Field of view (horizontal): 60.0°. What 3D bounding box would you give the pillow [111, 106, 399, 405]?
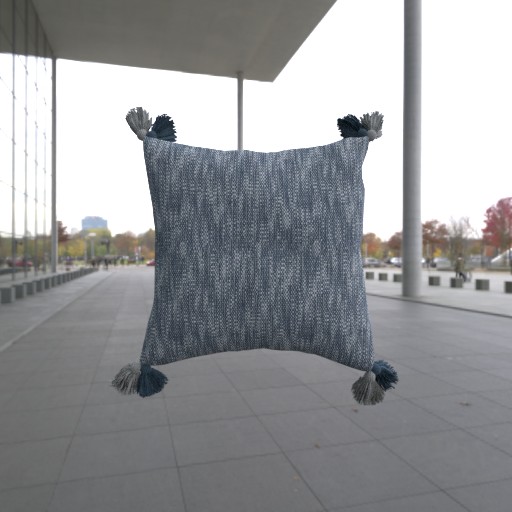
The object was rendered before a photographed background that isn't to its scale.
[{"bbox_3d":[0.000,0.000,0.917,0.614,0.634,0.138,0,0,0],"label":"pillow"}]
